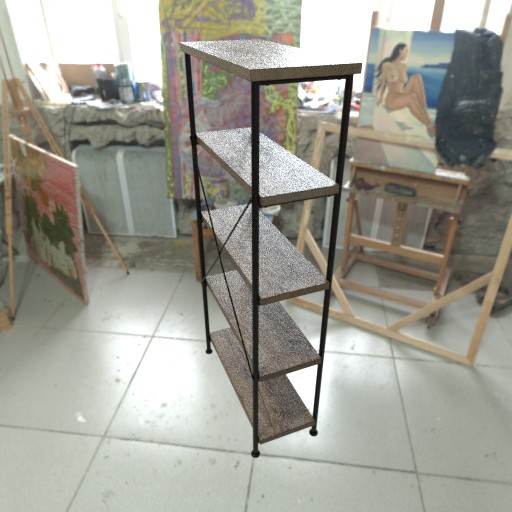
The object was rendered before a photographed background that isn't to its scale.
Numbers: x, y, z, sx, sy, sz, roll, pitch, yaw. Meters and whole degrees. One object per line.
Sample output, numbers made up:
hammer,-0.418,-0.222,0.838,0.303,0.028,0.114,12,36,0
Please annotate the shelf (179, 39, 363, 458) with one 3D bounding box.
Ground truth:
shelf,0.000,0.000,2.012,0.360,1.700,0.800,-12,33,-19
